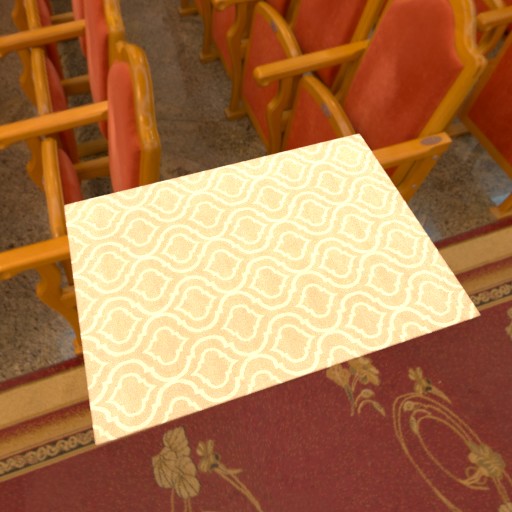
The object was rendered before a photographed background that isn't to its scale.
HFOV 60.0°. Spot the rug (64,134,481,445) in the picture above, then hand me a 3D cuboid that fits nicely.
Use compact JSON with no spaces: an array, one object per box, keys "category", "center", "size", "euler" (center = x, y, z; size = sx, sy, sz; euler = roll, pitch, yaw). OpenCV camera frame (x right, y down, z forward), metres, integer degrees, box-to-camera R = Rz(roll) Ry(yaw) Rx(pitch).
[{"category":"rug","center":[0.000,0.000,4.227],"size":[3.353,0.010,2.438],"euler":[-16,59,-10]}]
